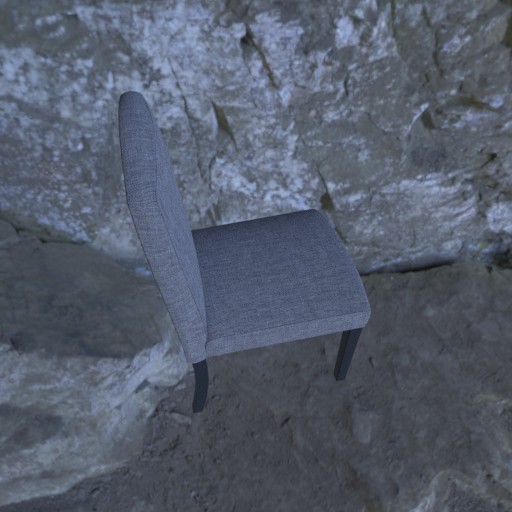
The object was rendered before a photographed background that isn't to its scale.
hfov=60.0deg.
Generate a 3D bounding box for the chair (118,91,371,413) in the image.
[{"bbox_3d":[0.000,0.000,1.279,0.580,0.917,0.451,-10,47,-10],"label":"chair"}]
